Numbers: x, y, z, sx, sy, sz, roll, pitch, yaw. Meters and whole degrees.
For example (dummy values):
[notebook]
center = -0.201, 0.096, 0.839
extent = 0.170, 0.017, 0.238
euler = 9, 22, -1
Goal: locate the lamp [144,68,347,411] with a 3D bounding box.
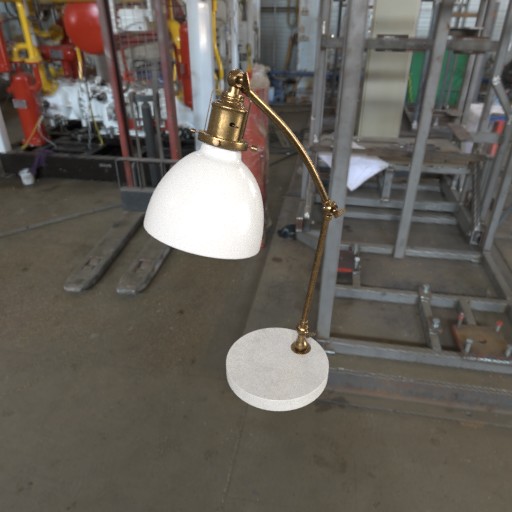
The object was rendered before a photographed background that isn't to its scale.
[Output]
[lamp]
center = 0.000, 0.000, 0.662
extent = 0.317, 0.522, 0.186
euler = -20, 36, -30
